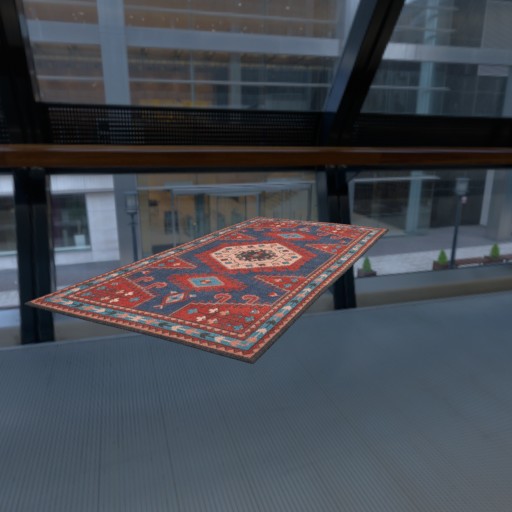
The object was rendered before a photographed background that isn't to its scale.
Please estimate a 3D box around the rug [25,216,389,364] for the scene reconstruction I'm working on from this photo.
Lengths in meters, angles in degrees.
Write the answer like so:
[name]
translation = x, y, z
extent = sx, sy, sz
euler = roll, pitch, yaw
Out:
[rug]
translation = 0.000, 0.000, 3.578
extent = 1.522, 0.034, 3.032
euler = 8, 18, 26
